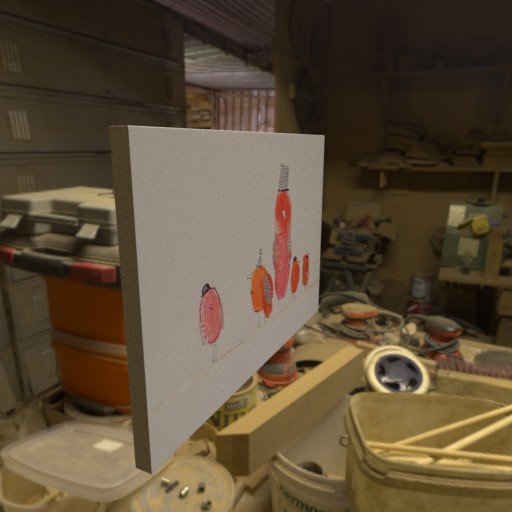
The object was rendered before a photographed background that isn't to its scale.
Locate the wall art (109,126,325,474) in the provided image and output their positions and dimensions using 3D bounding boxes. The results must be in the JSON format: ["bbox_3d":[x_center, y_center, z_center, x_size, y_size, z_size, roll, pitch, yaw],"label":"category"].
[{"bbox_3d":[0.000,0.000,1.135,0.038,0.609,0.914,7,16,26],"label":"wall art"}]
